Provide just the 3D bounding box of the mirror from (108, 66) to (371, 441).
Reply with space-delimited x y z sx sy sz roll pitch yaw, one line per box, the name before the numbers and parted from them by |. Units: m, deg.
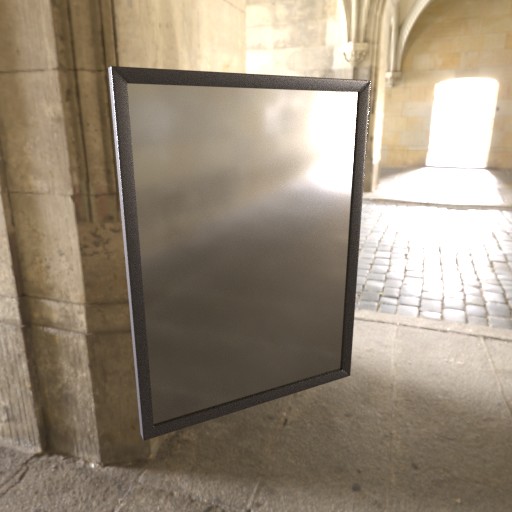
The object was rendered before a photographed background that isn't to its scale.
mirror | 0.000 0.000 1.337 0.762 1.016 0.040 -8 19 -26
